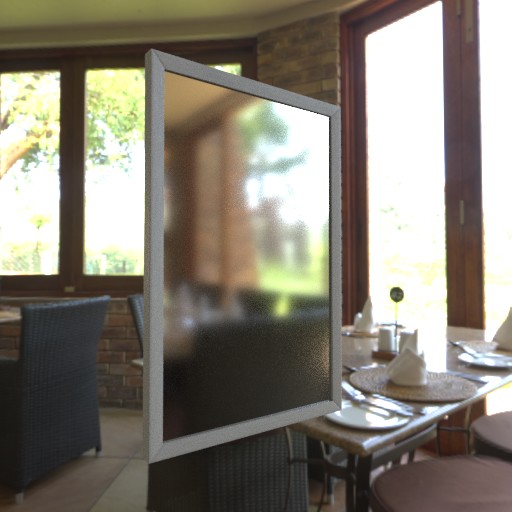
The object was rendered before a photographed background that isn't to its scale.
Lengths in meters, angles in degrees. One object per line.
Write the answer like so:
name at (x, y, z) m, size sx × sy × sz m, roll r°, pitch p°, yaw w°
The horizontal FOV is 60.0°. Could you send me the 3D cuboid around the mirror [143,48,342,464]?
mirror at (0.000, 0.000, 1.172) m, size 0.609 × 0.915 × 0.040 m, roll 1°, pitch -2°, yaw -36°
